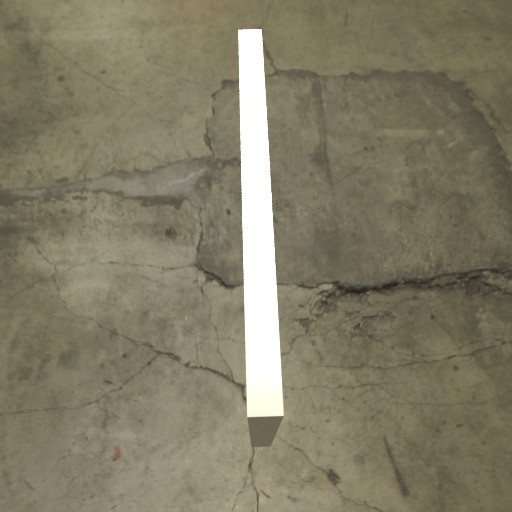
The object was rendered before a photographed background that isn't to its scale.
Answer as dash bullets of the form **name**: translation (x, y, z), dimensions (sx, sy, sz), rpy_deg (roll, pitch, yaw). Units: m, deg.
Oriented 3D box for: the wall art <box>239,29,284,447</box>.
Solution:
- **wall art**: translation (0.000, 0.000, 1.396), dimensions (0.066, 0.801, 1.056), rpy_deg (-2, 63, -1)
